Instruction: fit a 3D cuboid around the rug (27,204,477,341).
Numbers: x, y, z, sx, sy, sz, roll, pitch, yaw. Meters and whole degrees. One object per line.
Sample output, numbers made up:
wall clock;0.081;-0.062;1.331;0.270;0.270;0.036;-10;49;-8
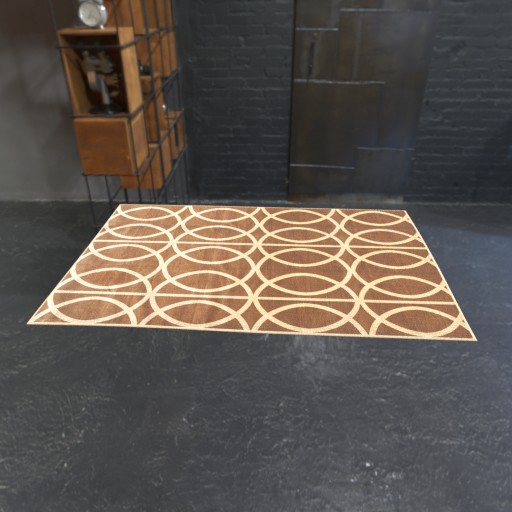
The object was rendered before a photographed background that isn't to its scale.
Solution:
rug;0.000;0.000;2.889;2.294;0.014;1.528;2;31;3
